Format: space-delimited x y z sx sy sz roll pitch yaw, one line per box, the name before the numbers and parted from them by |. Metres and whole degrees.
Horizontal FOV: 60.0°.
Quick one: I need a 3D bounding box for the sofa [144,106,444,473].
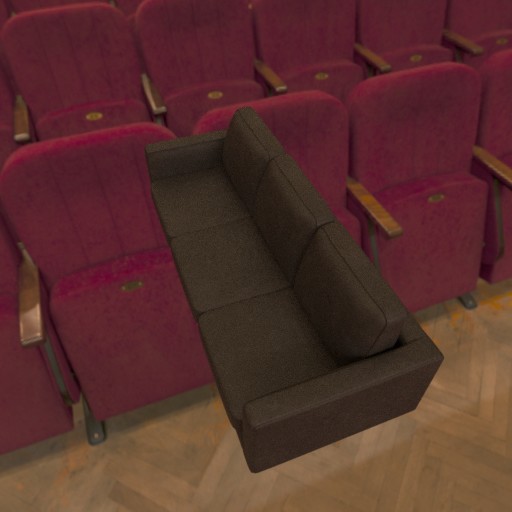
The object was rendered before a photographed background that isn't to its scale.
sofa | 0.000 0.000 2.511 0.879 0.899 2.029 -15 48 -14
